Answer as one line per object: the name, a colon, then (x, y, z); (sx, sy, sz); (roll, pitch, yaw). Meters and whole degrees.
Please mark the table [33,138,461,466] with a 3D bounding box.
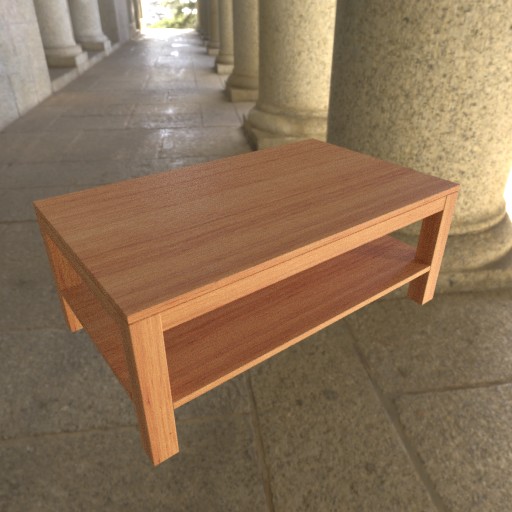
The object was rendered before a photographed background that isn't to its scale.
table: (0.000, 0.000, 1.496); (1.146, 0.457, 0.695); (-21, 36, -32)
